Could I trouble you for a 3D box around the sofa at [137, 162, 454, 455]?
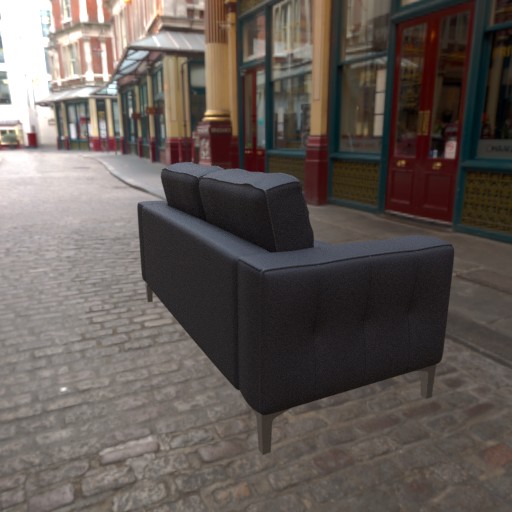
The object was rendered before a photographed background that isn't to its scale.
[{"bbox_3d":[0.000,0.000,2.231,0.833,0.893,1.726,-7,16,-26],"label":"sofa"}]
